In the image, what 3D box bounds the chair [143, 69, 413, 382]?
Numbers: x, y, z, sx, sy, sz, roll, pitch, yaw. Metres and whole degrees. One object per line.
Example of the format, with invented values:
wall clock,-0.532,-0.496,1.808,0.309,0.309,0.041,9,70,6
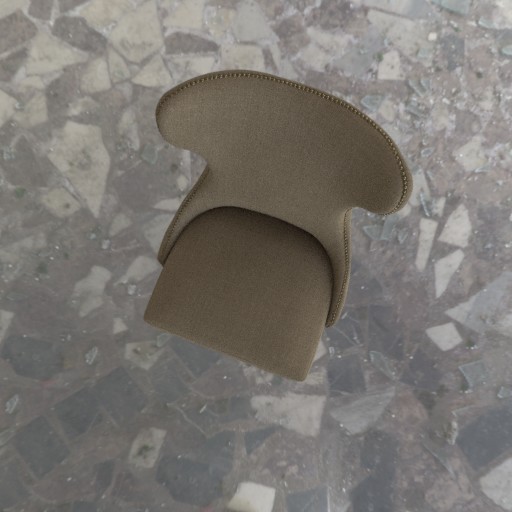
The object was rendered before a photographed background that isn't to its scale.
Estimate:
chair,0.000,0.000,1.390,0.628,0.967,0.635,20,77,5
